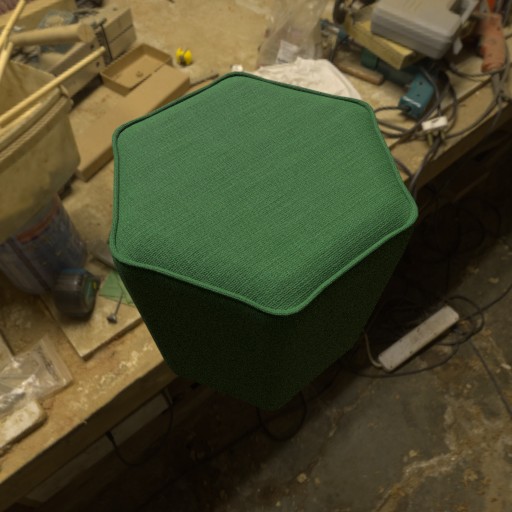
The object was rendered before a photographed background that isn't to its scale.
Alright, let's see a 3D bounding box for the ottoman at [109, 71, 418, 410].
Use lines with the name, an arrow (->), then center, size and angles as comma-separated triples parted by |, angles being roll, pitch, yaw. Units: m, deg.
ottoman -> 0.000, 0.000, 0.875 | 0.499, 0.507, 0.444 | -34, 64, -20
